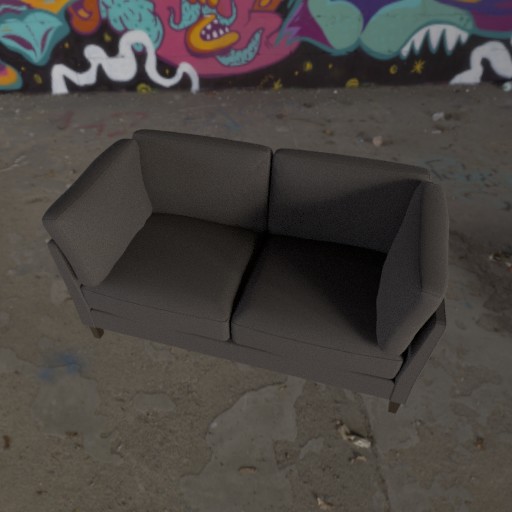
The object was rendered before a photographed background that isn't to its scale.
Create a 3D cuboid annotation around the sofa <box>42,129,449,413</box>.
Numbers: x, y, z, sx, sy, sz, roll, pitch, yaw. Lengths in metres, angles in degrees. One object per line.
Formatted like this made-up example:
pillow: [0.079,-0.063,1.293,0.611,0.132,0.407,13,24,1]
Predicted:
sofa: [0.000,0.000,2.310,1.751,0.920,0.969,11,42,12]
